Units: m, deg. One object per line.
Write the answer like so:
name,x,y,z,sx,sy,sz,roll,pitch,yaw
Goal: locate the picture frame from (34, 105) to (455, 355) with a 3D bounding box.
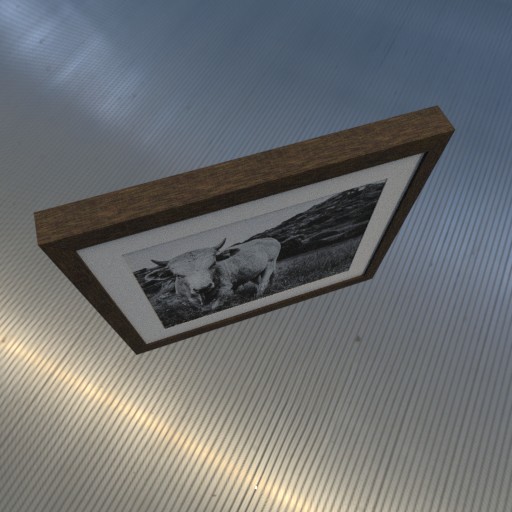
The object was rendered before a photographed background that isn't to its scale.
picture frame,0.000,0.000,0.535,0.378,0.330,0.033,-17,64,-9
